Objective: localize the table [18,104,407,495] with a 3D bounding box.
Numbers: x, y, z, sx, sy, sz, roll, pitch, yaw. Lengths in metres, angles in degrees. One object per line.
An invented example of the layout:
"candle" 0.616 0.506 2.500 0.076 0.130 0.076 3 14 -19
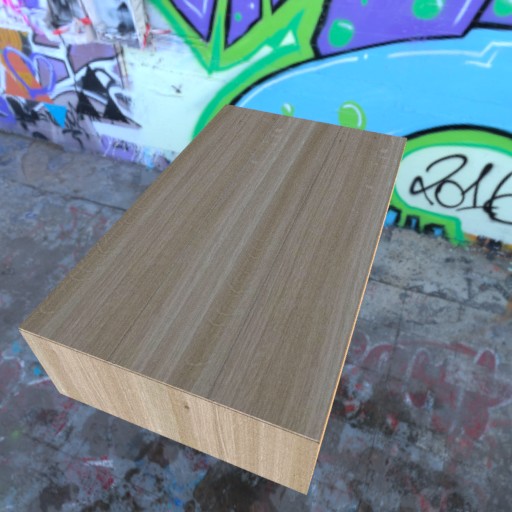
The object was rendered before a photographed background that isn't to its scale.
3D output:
"table" 0.000 0.000 1.364 0.678 0.353 1.110 16 47 15
